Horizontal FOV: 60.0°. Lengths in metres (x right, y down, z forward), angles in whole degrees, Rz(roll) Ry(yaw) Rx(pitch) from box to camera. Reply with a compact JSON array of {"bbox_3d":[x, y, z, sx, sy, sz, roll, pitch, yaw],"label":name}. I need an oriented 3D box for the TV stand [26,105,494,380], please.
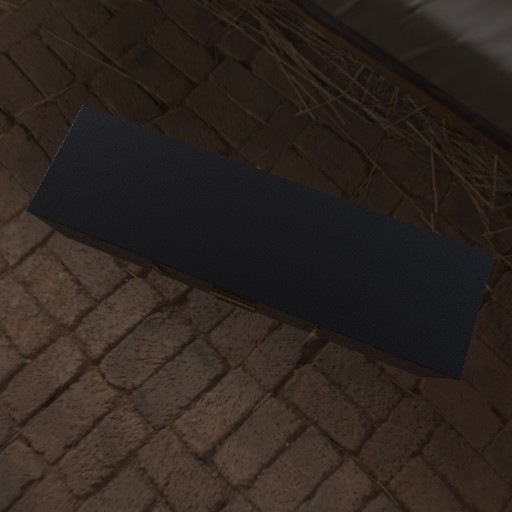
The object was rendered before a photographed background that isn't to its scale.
[{"bbox_3d":[0.000,0.000,1.533,1.312,0.518,0.390,21,77,5],"label":"TV stand"}]
